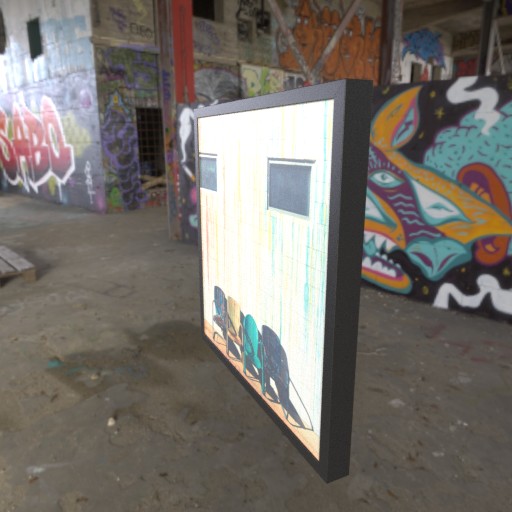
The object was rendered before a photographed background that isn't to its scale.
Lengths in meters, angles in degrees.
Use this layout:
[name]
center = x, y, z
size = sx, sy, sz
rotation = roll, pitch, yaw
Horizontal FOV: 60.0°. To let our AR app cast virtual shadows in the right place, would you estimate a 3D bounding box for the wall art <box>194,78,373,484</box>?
[wall art]
center = 0.000, 0.000, 0.755
size = 0.037, 0.506, 0.506
rotation = -7, 16, -25
